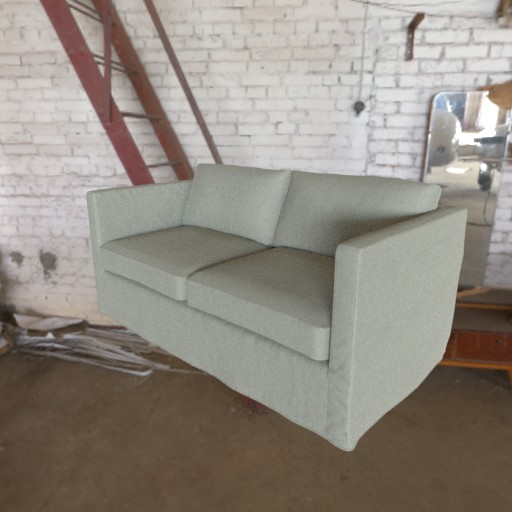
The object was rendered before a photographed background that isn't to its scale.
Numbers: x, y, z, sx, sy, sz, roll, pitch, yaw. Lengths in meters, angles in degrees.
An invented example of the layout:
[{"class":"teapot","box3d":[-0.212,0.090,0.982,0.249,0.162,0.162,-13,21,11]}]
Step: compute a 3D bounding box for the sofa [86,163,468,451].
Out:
[{"class":"sofa","box3d":[0.000,0.000,2.252,1.727,0.830,0.944,15,22,41]}]
